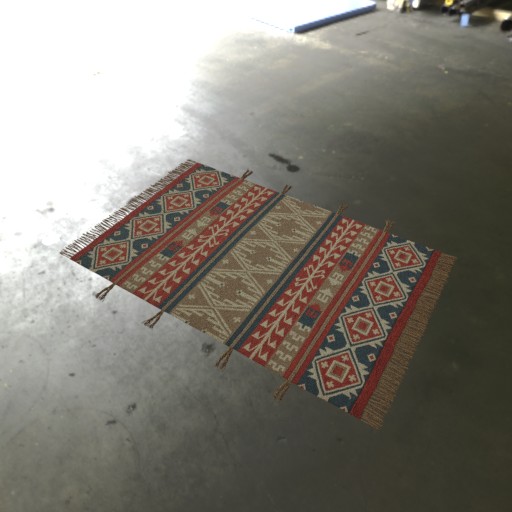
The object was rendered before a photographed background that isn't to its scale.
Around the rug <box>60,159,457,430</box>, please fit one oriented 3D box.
[{"bbox_3d":[0.000,0.000,3.161,2.450,0.048,1.778,24,49,23],"label":"rug"}]
